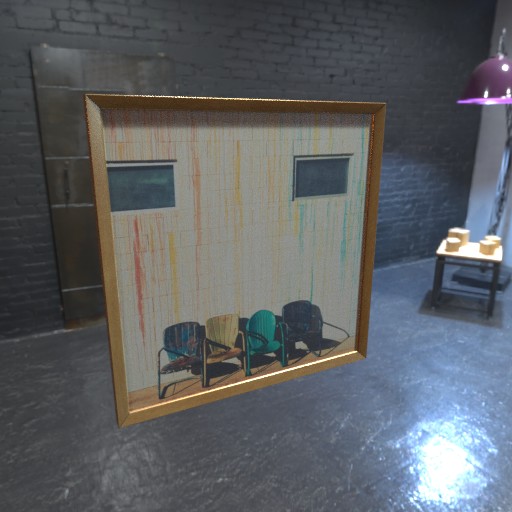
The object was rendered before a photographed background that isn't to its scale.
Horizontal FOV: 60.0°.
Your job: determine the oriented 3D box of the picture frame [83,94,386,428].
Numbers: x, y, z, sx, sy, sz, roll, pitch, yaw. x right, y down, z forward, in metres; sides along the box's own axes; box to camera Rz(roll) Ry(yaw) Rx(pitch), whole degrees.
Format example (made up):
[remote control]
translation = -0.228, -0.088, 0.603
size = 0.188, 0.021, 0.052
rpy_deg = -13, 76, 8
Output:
[picture frame]
translation = 0.000, 0.000, 1.143
size = 0.758, 0.761, 0.037
rpy_deg = -8, 18, -25
